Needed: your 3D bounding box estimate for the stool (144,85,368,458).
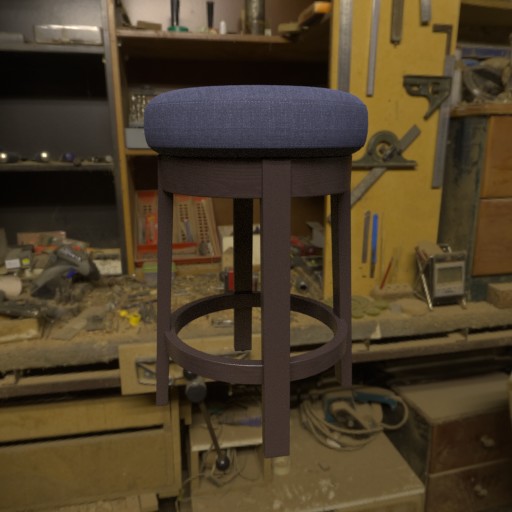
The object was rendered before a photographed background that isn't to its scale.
[{"bbox_3d":[0.000,0.000,0.941,0.449,0.655,0.449,0,15,0],"label":"stool"}]
